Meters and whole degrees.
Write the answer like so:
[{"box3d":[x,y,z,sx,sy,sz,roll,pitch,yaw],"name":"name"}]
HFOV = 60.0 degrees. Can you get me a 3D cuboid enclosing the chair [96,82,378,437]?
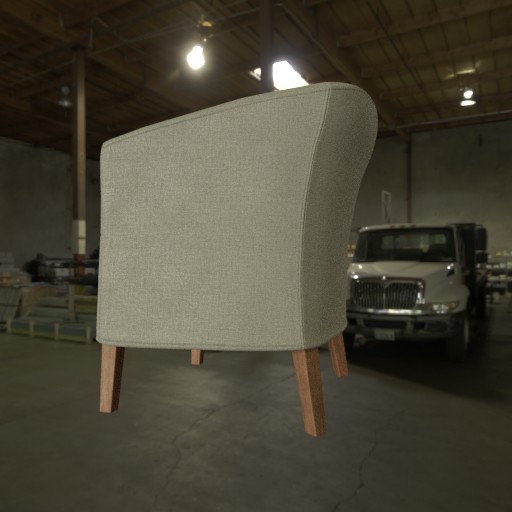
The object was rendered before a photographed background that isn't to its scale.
[{"box3d":[0.000,0.000,1.261,0.668,0.771,0.600,0,0,17],"name":"chair"}]
